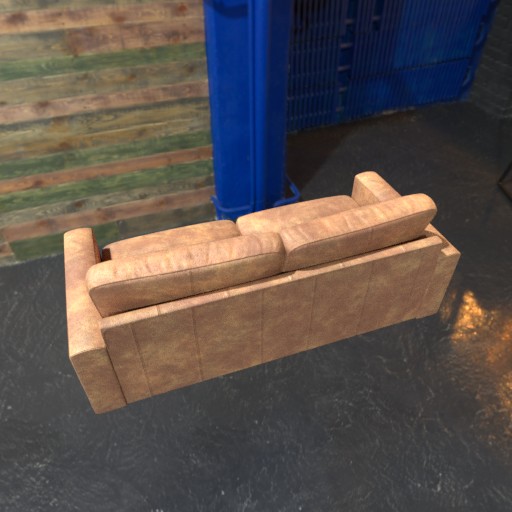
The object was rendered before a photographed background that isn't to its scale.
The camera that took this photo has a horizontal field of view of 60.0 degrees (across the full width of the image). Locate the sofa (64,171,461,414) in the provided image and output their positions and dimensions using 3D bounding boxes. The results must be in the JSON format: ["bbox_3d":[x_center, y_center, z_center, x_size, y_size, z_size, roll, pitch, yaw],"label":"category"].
[{"bbox_3d":[0.000,0.000,2.733,2.179,0.873,1.016,-13,44,-14],"label":"sofa"}]
